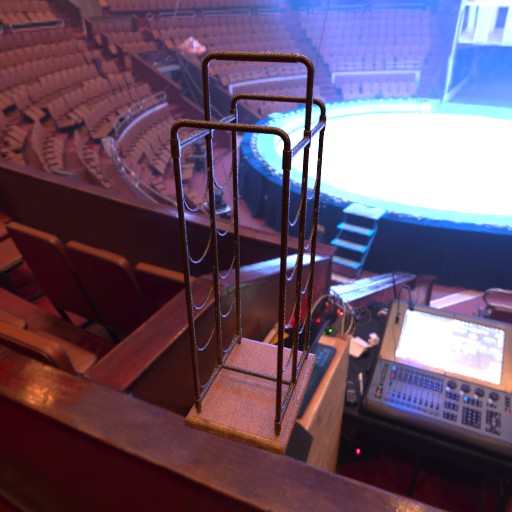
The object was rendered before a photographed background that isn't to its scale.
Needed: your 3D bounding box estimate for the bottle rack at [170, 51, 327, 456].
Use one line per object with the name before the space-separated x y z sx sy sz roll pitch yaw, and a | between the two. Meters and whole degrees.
bottle rack | 0.000 0.000 0.811 0.208 0.680 0.276 10 31 17
